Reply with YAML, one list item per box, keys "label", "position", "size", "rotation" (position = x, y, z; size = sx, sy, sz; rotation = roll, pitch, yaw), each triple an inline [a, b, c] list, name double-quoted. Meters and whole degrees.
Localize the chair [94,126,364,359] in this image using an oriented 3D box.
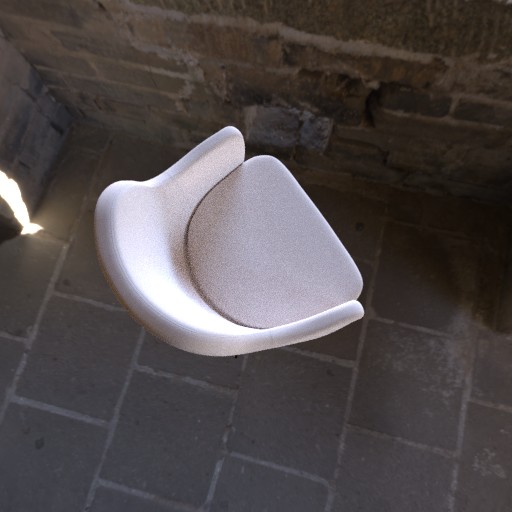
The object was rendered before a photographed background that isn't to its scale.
- label: "chair"
  position: [0.000, 0.000, 1.261]
  size: [0.647, 0.819, 0.602]
  rotation: [-31, 77, -8]
